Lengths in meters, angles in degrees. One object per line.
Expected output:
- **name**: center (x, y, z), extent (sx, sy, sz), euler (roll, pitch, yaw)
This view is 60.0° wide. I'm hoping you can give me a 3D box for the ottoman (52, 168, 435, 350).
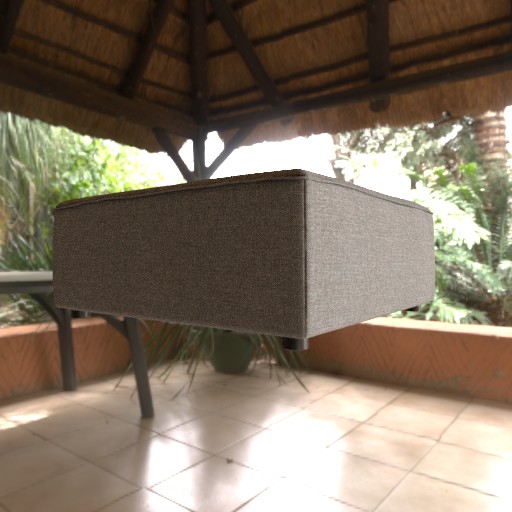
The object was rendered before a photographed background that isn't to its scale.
- **ottoman**: center (0.000, 0.000, 1.621), extent (1.017, 0.423, 1.023), euler (0, 0, 37)
